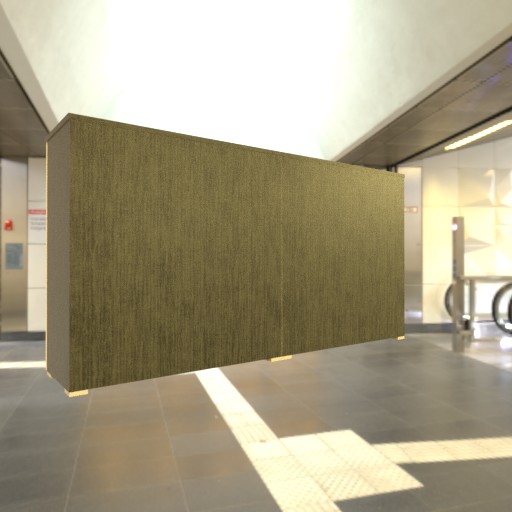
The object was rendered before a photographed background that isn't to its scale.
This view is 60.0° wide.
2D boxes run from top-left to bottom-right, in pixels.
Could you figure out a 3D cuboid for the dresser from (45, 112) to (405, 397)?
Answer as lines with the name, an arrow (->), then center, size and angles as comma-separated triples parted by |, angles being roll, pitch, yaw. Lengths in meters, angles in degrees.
dresser -> 0.000, 0.000, 1.817 | 1.535, 0.790, 0.333 | 0, 0, -36
